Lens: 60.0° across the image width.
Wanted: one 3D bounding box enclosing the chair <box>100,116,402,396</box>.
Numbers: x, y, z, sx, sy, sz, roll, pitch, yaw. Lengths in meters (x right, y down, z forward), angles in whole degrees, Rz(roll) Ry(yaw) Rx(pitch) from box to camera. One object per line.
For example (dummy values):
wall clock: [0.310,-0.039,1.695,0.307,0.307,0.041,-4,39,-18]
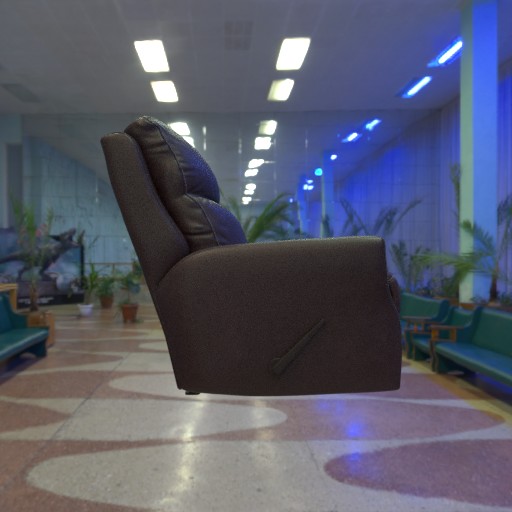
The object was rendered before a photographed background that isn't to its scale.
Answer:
chair: [0.000,0.000,1.848,1.080,1.030,0.829,0,1,-1]
